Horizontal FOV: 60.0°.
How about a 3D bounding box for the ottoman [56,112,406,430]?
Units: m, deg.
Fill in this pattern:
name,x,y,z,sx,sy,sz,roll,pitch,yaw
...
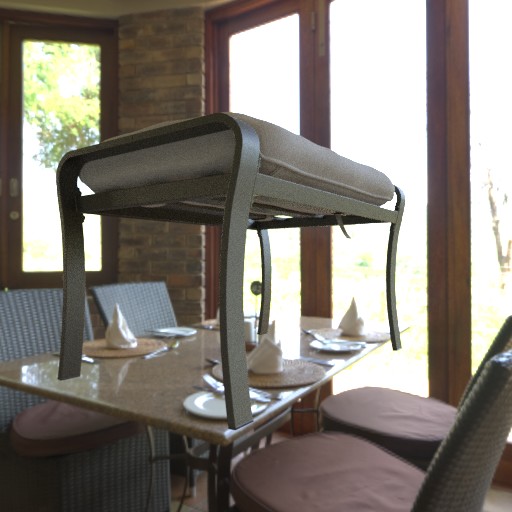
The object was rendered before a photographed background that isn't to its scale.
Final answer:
name,x,y,z,sx,sy,sz,roll,pitch,yaw
ottoman,0.000,0.000,0.884,0.406,0.422,0.610,-1,-1,36
